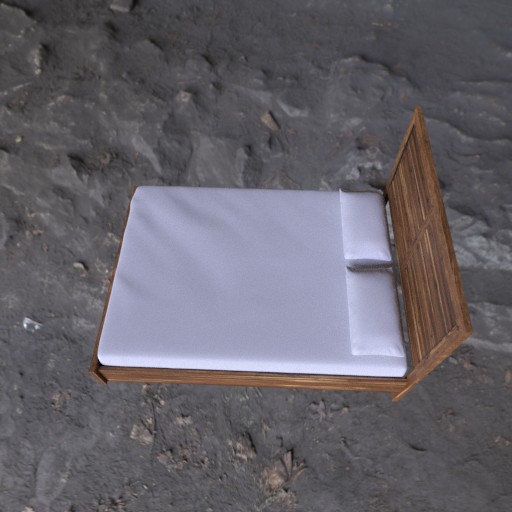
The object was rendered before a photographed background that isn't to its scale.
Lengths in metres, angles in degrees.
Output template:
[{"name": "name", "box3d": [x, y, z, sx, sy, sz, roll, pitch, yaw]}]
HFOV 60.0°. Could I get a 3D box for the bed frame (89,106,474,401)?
[{"name": "bed frame", "box3d": [0.000, 0.000, 3.309, 2.276, 1.417, 1.696, 2, 58, 1]}]
